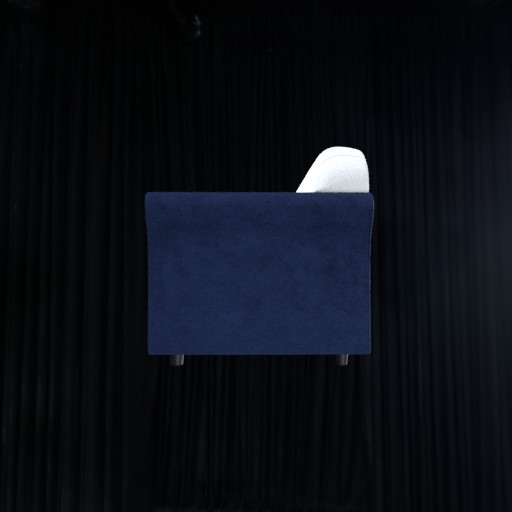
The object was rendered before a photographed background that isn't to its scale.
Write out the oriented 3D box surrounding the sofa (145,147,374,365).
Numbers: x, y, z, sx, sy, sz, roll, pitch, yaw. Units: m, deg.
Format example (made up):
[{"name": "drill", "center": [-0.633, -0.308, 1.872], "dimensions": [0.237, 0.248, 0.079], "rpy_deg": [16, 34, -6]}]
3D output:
[{"name": "sofa", "center": [0.000, 0.000, 2.432], "dimensions": [0.749, 0.789, 2.006], "rpy_deg": [0, -1, 0]}]
